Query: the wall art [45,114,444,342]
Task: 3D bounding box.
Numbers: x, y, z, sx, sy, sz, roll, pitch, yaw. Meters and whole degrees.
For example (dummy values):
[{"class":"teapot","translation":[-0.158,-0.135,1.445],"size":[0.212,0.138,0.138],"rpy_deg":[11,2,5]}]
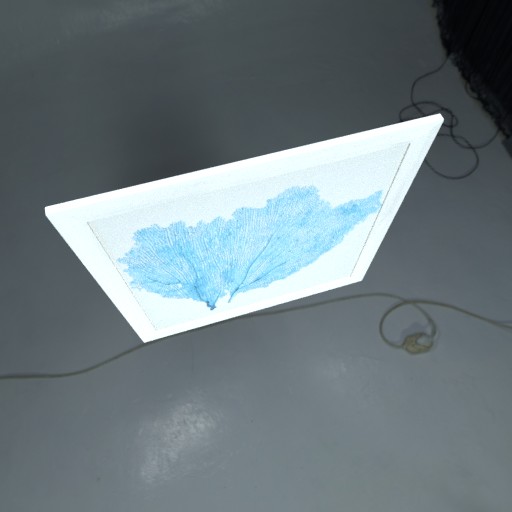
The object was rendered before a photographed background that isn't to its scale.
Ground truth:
[{"class":"wall art","translation":[0.000,0.000,0.884],"size":[0.584,0.584,0.013],"rpy_deg":[-15,63,-8]}]
